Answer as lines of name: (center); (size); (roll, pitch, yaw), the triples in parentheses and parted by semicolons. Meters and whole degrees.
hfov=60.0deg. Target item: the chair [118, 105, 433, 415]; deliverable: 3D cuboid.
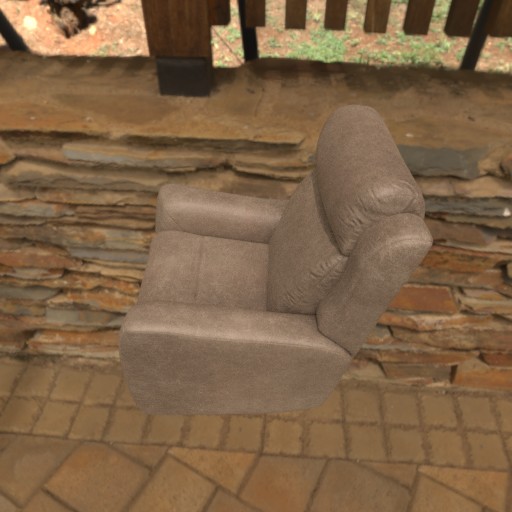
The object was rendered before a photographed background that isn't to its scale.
chair: (0.000, 0.000, 1.916); (1.068, 1.116, 0.967); (0, 42, 0)
